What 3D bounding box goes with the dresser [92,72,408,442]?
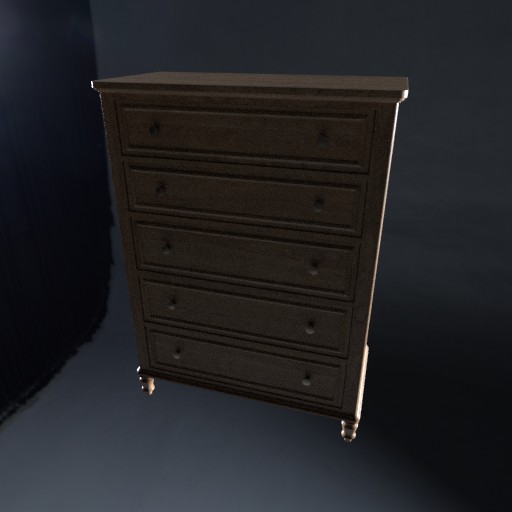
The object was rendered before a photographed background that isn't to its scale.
[{"bbox_3d":[0.000,0.000,1.774,0.973,1.318,0.484,8,27,15],"label":"dresser"}]
